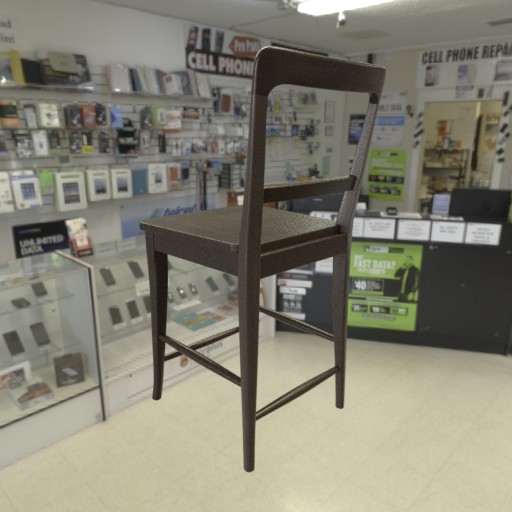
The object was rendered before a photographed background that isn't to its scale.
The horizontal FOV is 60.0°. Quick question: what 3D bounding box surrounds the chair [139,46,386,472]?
[{"bbox_3d":[0.000,0.000,1.258,0.450,0.991,0.546,-15,21,-41],"label":"chair"}]
